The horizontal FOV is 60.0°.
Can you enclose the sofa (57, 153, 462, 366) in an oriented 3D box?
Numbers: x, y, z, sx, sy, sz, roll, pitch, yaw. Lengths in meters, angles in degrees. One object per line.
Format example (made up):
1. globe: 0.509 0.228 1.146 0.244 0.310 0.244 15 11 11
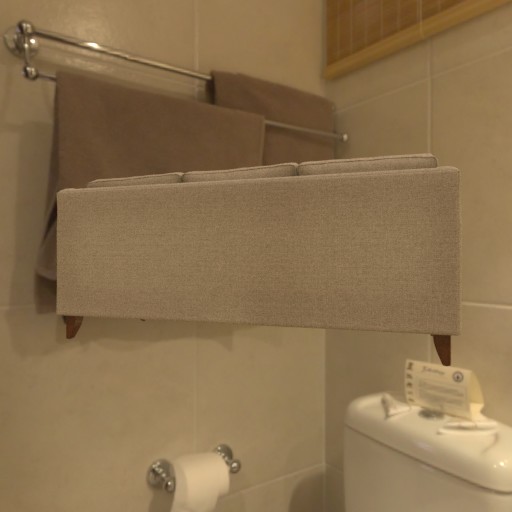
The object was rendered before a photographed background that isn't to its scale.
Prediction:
1. sofa: 0.000 0.000 2.498 2.031 0.914 0.865 0 0 18
